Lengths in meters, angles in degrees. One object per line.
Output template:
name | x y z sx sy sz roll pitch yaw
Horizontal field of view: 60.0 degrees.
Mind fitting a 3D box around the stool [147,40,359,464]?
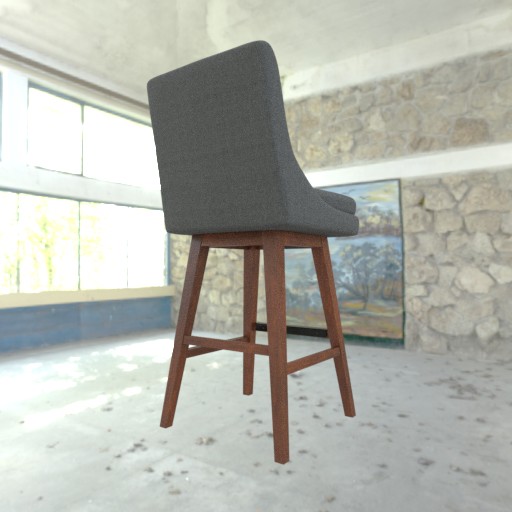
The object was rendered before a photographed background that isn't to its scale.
stool | 0.000 0.000 1.297 0.447 0.977 0.524 -1 -2 36
